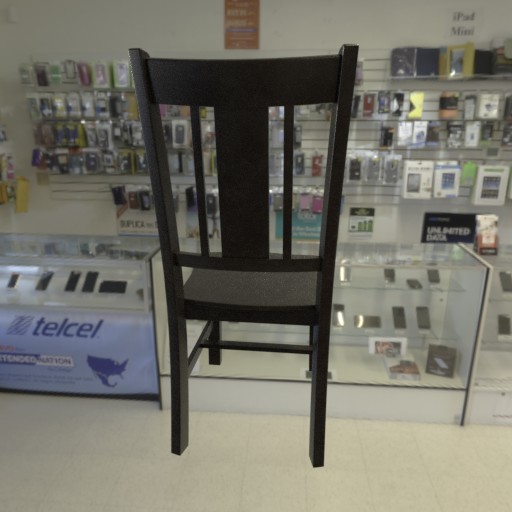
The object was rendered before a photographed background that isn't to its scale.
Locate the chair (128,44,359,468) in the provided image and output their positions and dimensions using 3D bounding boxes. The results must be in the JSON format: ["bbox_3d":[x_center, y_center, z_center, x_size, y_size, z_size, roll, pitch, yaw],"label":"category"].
[{"bbox_3d":[0.000,0.000,1.239,0.450,0.998,0.555,2,17,7],"label":"chair"}]
